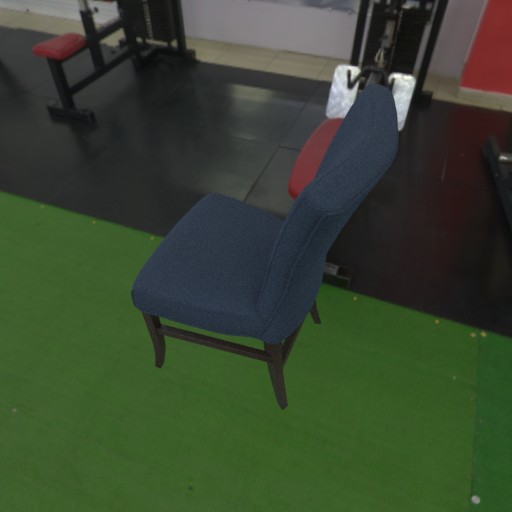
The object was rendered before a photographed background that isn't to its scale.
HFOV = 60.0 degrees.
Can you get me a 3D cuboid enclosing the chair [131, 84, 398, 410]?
[{"bbox_3d":[0.000,0.000,1.381,0.660,0.991,0.520,18,49,16],"label":"chair"}]
